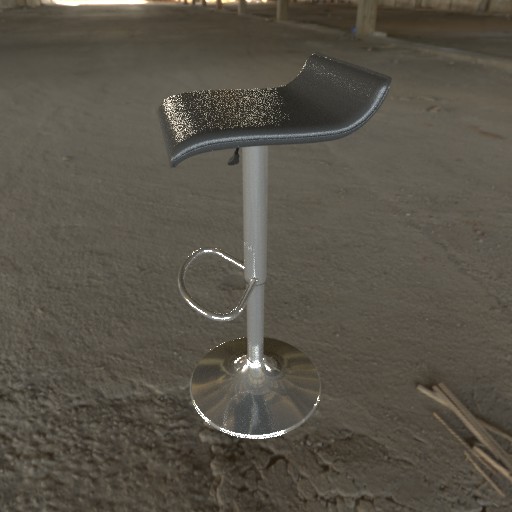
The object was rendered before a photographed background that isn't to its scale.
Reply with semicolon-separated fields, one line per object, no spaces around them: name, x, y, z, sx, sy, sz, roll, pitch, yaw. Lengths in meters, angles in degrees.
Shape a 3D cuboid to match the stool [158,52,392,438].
stool;0.000;0.000;1.066;0.381;0.851;0.381;-7;32;-12
